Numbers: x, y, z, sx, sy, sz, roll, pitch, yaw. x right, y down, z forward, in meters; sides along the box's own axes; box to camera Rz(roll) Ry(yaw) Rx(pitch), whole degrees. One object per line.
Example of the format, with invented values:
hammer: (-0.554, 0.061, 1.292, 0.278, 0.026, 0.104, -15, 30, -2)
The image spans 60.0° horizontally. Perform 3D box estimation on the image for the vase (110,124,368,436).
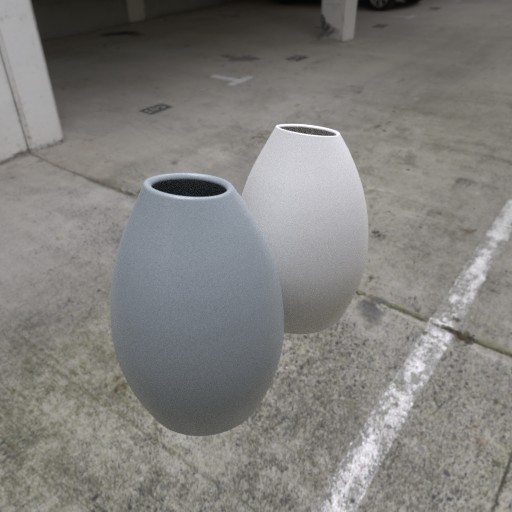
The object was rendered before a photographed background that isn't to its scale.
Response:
vase: (0.000, 0.000, 0.259, 0.089, 0.131, 0.187, 23, 39, 31)
